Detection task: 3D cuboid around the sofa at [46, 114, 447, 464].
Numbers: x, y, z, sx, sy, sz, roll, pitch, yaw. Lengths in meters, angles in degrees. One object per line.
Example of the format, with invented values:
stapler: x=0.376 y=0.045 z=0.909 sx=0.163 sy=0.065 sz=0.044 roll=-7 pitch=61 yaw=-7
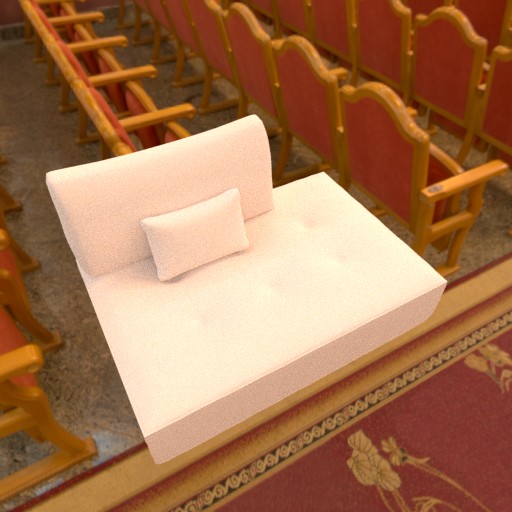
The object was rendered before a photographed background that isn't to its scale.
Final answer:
sofa: x=0.000 y=0.000 z=2.009 sx=1.450 sy=0.820 sz=1.000 roll=-22 pitch=50 yaw=-20
